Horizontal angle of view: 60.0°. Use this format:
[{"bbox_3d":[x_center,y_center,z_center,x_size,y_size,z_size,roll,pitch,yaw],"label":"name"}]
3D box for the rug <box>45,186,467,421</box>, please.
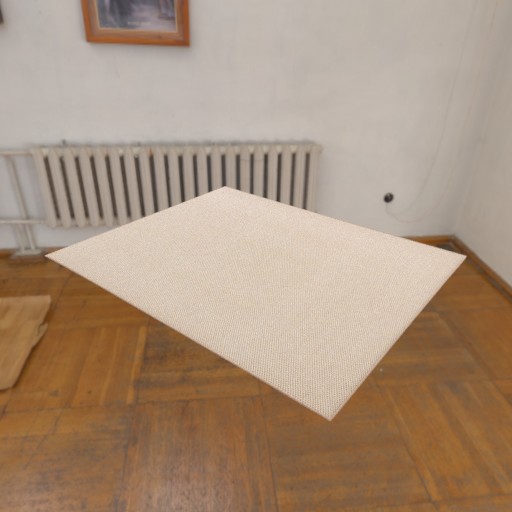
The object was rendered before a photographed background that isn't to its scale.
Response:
[{"bbox_3d":[0.000,0.000,4.098,3.039,0.018,2.462,21,35,34],"label":"rug"}]
